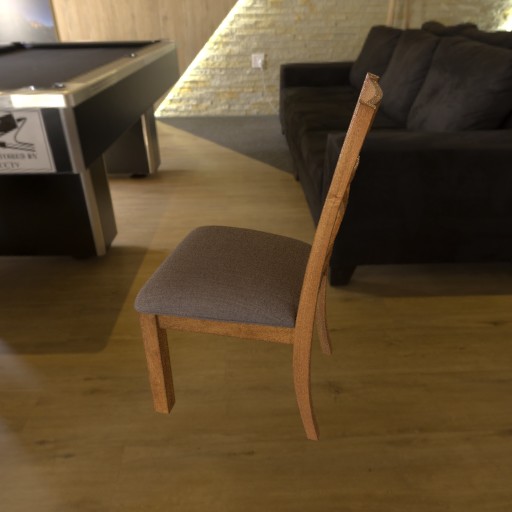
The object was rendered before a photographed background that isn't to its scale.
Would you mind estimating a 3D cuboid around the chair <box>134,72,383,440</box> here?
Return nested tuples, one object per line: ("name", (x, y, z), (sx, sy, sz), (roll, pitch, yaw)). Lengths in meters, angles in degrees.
("chair", (0.000, 0.000, 1.274), (0.581, 0.949, 0.470), (7, 31, 13))
